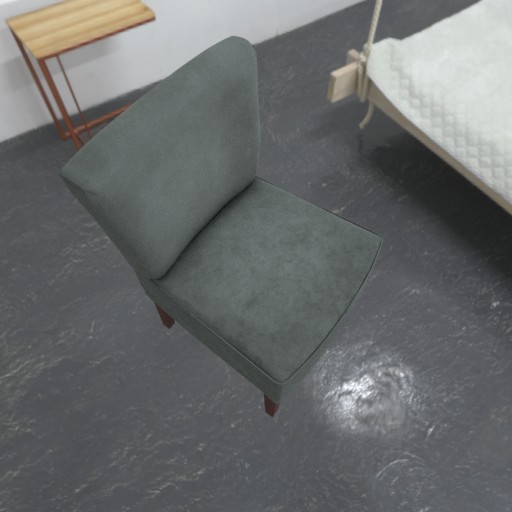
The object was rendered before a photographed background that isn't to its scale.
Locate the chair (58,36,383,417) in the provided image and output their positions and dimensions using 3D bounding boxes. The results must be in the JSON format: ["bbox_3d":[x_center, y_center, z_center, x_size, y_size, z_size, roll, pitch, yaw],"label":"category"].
[{"bbox_3d":[0.000,0.000,1.165,0.554,0.806,0.521,32,64,18],"label":"chair"}]
